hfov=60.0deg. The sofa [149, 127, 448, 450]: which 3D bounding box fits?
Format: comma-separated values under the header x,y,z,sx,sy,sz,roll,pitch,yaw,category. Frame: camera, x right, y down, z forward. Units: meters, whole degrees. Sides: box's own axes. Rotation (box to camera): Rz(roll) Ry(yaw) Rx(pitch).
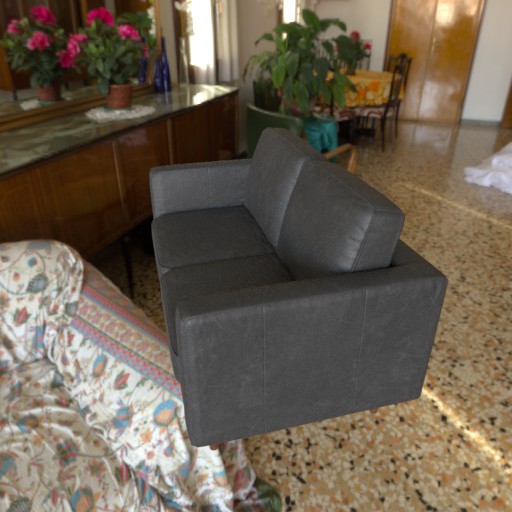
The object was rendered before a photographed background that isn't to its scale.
x,y,z,sx,sy,sz,roll,pitch,yaw,category
0.000,0.000,2.009,0.879,0.899,1.430,-7,29,-13,sofa
